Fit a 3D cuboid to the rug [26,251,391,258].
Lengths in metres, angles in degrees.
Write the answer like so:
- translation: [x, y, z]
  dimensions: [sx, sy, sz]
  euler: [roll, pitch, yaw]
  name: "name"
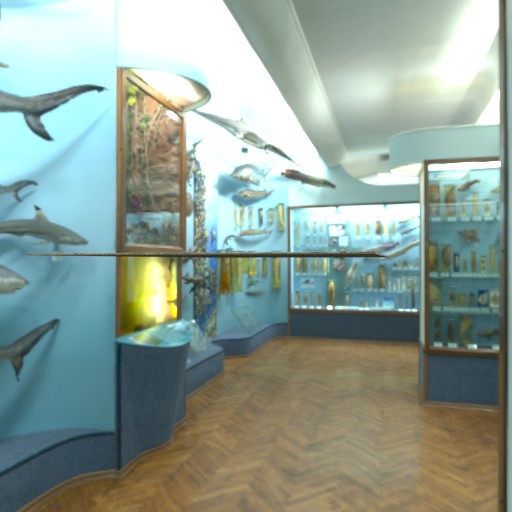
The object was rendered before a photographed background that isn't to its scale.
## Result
- translation: [0.000, 0.000, 4.333]
  dimensions: [2.438, 0.012, 3.200]
  euler: [0, -1, 18]
  name: "rug"
